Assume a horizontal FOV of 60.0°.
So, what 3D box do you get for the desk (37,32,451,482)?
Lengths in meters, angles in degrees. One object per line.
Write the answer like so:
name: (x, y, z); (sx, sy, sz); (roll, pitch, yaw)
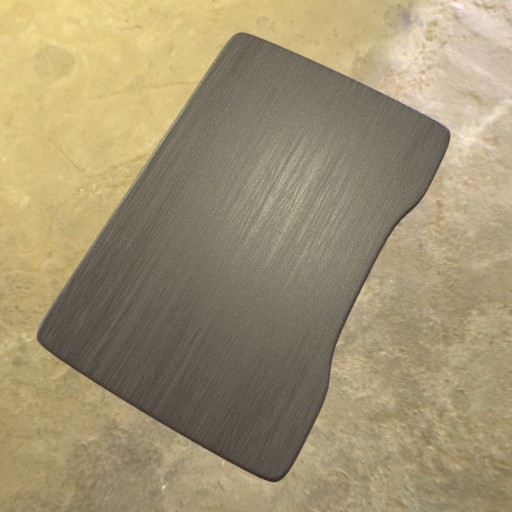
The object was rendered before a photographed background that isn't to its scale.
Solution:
desk: (0.000, 0.000, 1.120); (0.546, 0.470, 0.820); (28, 77, 7)
